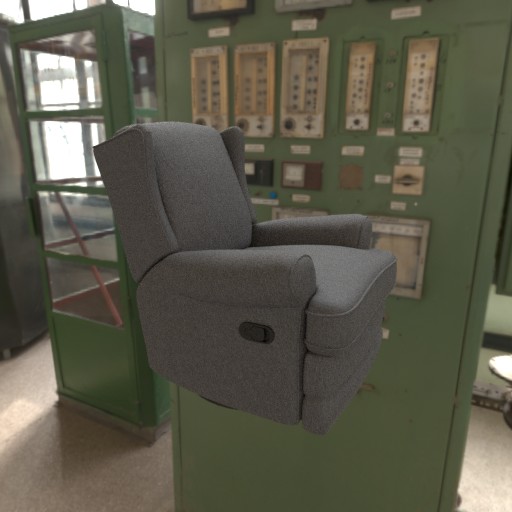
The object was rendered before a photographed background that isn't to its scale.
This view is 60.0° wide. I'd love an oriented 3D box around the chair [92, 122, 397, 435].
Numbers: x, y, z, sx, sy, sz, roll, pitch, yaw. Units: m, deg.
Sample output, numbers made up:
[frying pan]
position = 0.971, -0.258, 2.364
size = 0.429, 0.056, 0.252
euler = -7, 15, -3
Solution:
[chair]
position = 0.000, 0.000, 1.730
size = 0.969, 1.011, 0.847
euler = 8, 18, 27
